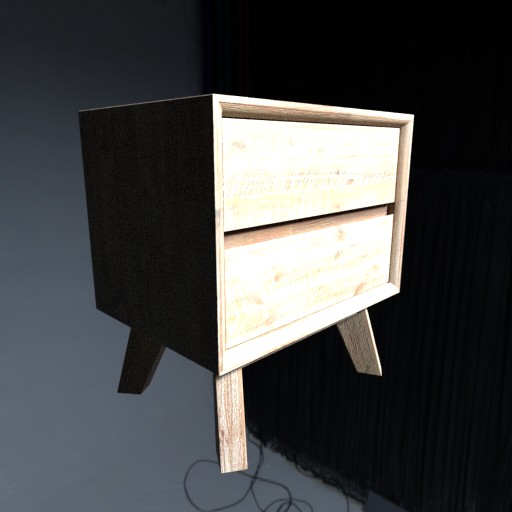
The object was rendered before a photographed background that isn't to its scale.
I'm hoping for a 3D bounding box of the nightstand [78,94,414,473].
[{"bbox_3d":[0.000,0.000,0.958,0.396,0.589,0.552,13,19,43],"label":"nightstand"}]
